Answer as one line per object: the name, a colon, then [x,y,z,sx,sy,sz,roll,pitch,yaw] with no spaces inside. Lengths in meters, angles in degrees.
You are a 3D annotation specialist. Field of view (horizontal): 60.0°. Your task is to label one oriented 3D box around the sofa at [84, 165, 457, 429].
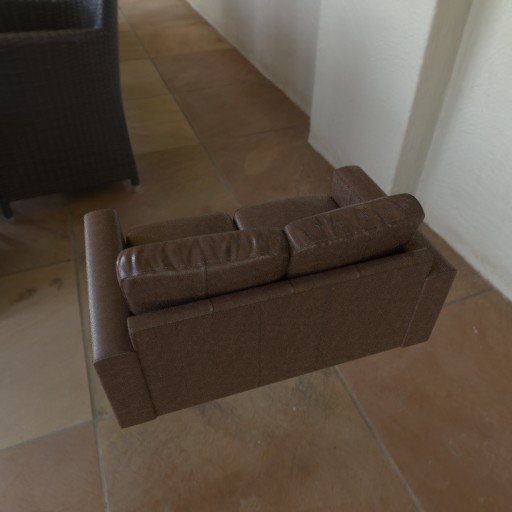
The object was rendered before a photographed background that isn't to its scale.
sofa: [0.000,0.000,2.265,1.616,0.873,1.016,-12,44,-13]
